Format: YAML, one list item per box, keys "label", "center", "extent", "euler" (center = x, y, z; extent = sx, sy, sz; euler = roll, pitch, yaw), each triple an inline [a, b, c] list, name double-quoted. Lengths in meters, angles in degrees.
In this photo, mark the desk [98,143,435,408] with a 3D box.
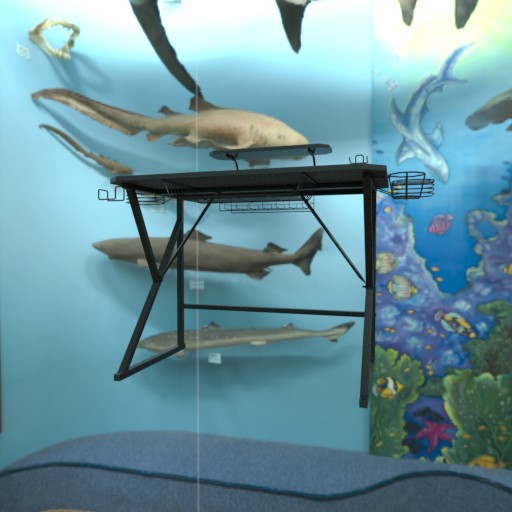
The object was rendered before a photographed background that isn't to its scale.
- label: "desk"
  center: [0.000, 0.000, 1.706]
  extent: [1.290, 0.880, 0.580]
  euler: [1, 2, 18]
